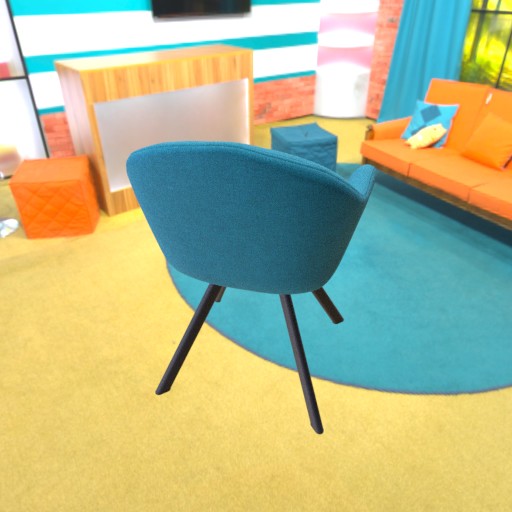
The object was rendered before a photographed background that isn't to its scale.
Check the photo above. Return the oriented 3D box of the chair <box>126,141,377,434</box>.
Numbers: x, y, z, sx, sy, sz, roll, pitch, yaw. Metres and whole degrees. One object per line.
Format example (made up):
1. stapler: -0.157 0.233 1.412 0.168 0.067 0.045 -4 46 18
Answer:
1. chair: 0.000 0.000 1.162 0.545 0.775 0.565 9 34 13
